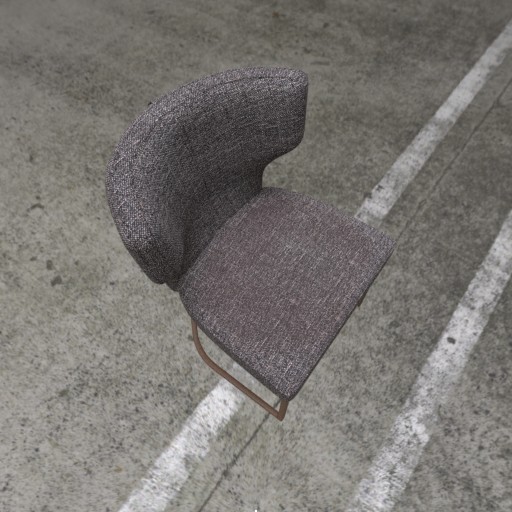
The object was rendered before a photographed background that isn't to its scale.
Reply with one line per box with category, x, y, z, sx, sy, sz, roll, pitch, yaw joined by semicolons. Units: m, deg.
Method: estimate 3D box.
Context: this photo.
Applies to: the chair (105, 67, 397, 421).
chair;0.000;0.000;1.266;0.617;0.824;0.611;33;65;17
